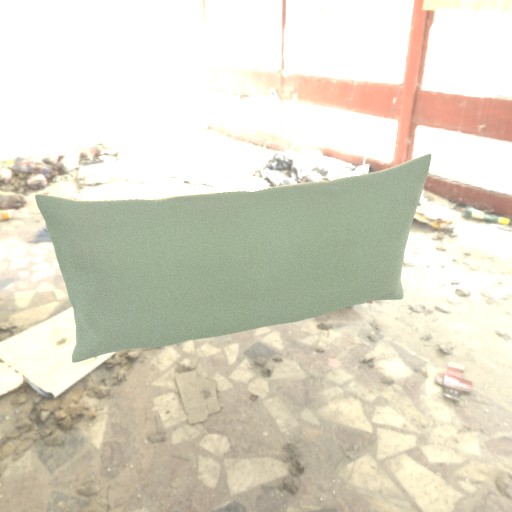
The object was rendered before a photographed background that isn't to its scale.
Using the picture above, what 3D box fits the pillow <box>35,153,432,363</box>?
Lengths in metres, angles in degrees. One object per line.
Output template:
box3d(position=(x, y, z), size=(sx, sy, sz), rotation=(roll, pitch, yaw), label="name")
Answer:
box3d(position=(0.000, 0.000, 0.718), size=(0.610, 0.287, 0.151), rotation=(-9, 29, -16), label="pillow")
